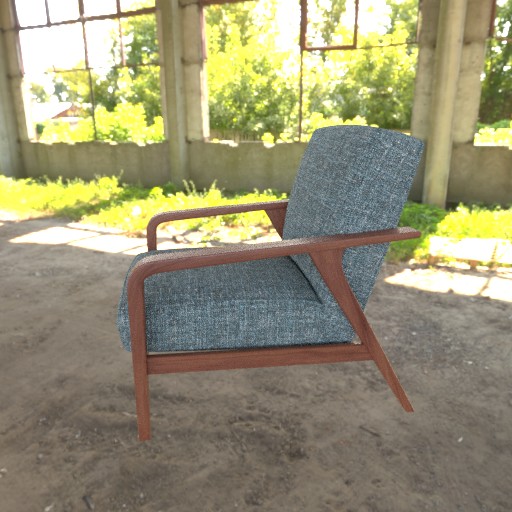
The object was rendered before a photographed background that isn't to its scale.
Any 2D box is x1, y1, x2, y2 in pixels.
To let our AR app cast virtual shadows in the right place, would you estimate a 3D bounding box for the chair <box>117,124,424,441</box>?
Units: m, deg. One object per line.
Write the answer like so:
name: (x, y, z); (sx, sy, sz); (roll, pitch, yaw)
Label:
chair: (0.000, 0.000, 1.518); (0.889, 0.864, 0.719); (-3, 16, -9)
